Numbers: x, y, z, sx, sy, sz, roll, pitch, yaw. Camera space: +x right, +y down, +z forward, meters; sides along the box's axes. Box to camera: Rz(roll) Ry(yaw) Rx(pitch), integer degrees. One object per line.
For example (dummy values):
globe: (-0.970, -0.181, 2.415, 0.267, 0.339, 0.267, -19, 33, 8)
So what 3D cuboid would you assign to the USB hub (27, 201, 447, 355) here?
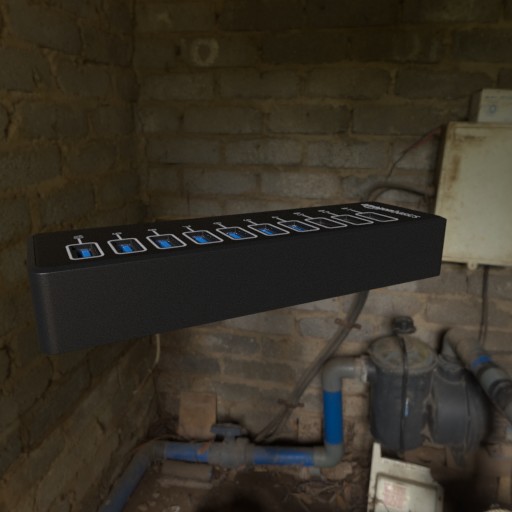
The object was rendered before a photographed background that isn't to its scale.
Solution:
USB hub: (0.000, 0.000, 0.159, 0.145, 0.023, 0.044, -8, 18, -25)
